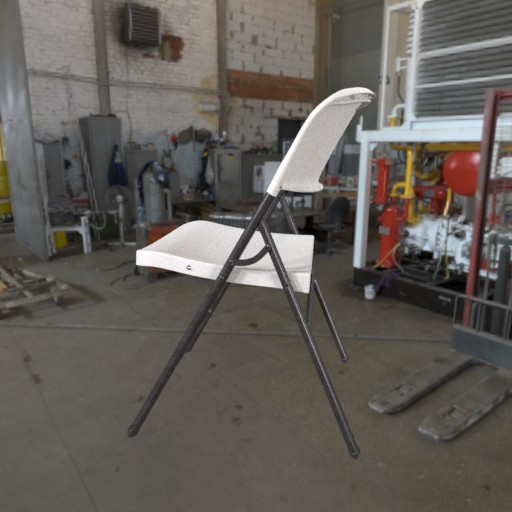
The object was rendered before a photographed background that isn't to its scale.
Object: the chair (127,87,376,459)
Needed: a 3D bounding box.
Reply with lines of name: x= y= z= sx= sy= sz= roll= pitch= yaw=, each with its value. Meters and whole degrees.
chair: x=0.000 y=0.000 z=1.175 sx=0.566 sy=0.810 sz=0.494 roll=2 pitch=14 yaw=8
